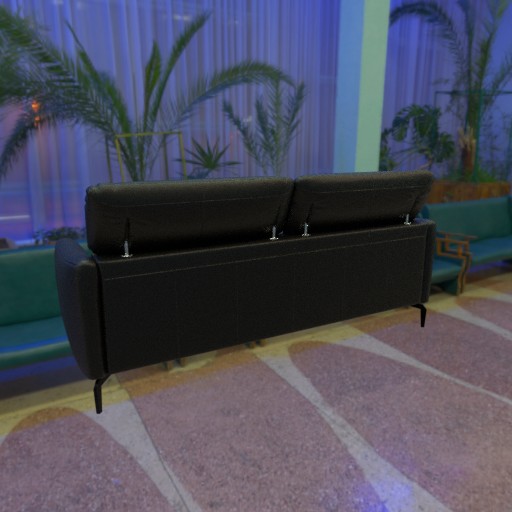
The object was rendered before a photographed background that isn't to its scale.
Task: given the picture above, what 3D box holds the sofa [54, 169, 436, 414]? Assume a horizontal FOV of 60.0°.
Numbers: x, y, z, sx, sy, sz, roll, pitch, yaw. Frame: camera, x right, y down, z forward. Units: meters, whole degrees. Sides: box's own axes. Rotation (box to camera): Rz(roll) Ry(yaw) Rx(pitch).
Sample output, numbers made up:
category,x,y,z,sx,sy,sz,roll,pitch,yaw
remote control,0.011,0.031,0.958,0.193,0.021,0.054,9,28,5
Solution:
category,x,y,z,sx,sy,sz,roll,pitch,yaw
sofa,0.000,0.000,2.515,2.069,0.957,0.856,-8,16,-27
